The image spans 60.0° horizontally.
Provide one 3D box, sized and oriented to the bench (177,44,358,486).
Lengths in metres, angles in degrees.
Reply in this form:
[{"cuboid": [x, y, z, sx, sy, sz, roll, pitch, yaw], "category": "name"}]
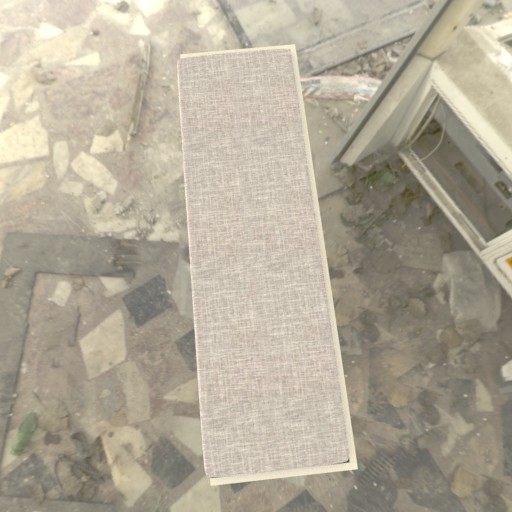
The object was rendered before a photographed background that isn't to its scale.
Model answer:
[{"cuboid": [0.000, 0.000, 1.396, 0.363, 0.453, 1.196, -6, 75, -1], "category": "bench"}]
